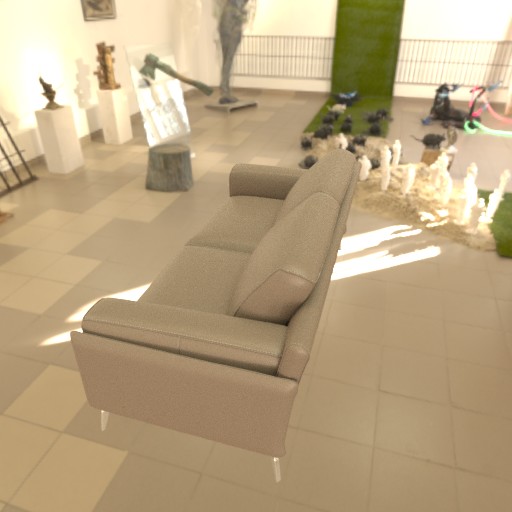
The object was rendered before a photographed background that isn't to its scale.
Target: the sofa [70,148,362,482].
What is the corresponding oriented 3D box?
[{"bbox_3d":[0.000,0.000,2.555,1.049,0.930,2.101,9,32,14],"label":"sofa"}]
